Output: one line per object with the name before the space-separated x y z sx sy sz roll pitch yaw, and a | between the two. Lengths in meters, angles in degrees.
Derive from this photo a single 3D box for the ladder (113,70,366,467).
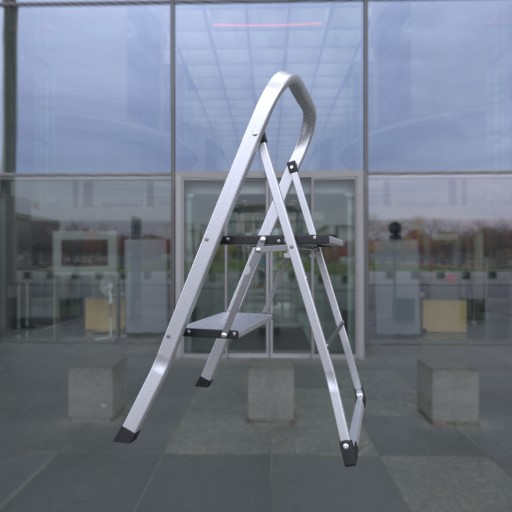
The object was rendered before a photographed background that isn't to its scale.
ladder | 0.000 0.000 1.136 0.530 0.830 0.465 0 0 17
